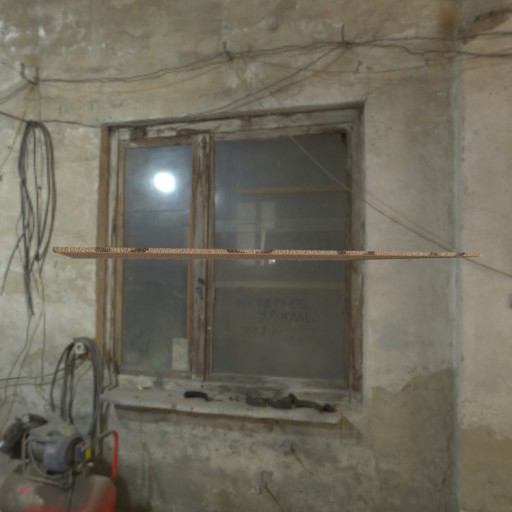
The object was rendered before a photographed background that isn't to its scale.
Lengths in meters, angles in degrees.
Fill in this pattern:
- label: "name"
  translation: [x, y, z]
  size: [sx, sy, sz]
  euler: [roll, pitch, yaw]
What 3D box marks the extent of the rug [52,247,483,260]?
- label: "rug"
  translation: [0.000, 0.000, 2.940]
  size: [2.348, 0.024, 1.501]
  euler: [1, -1, -20]
